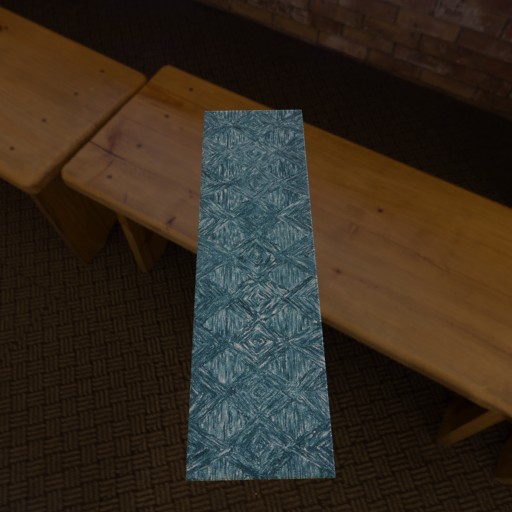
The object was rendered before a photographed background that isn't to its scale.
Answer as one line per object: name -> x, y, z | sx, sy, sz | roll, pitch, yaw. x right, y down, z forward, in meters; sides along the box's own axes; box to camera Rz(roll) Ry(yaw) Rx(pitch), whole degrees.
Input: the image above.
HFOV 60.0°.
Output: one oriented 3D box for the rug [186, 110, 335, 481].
rug -> 0.000, 0.000, 2.540 | 0.676, 0.016, 2.286 | -1, 62, 0
